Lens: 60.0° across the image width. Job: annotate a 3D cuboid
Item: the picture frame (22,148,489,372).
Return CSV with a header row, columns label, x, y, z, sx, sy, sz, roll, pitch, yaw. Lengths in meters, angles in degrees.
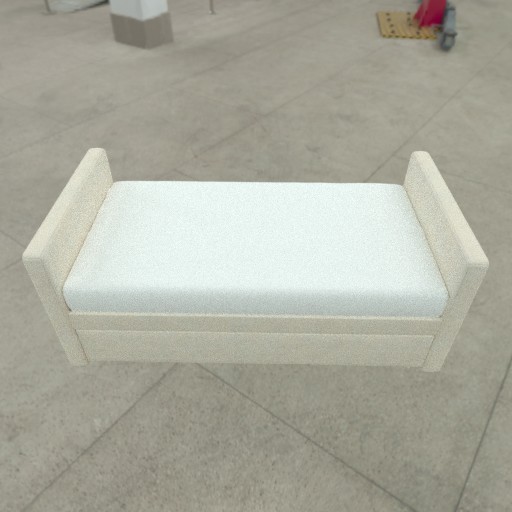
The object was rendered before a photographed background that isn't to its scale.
label,x,y,z,sx,sy,sz,roll,pitch,yaw
picture frame,0.000,0.000,2.716,2.161,0.891,1.069,1,41,1
